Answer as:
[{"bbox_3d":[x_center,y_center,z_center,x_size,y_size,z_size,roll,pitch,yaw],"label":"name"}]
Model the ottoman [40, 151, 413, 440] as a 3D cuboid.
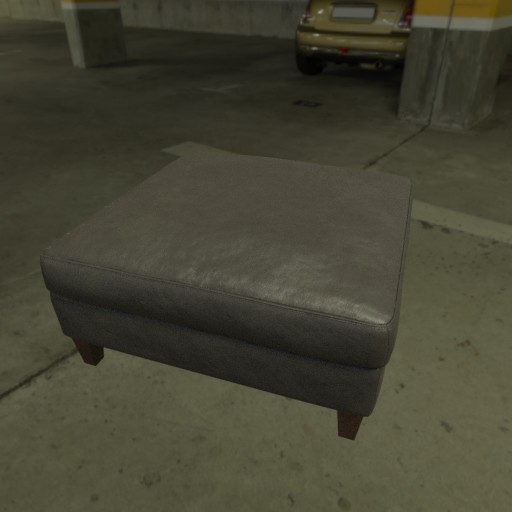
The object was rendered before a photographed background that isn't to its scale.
[{"bbox_3d":[0.000,0.000,1.324,0.836,0.415,0.844,10,33,16],"label":"ottoman"}]
